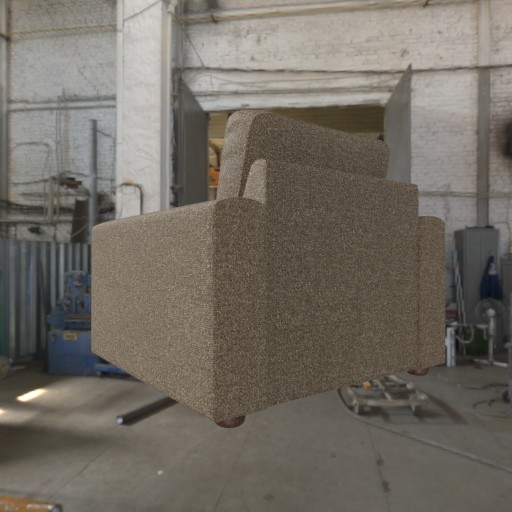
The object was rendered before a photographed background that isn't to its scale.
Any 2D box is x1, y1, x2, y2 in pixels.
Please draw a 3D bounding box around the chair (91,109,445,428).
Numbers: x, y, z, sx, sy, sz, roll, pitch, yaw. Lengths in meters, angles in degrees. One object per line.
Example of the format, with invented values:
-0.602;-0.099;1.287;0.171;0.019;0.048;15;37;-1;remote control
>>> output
0.000;0.000;1.744;1.005;0.873;1.016;0;0;-37;chair
